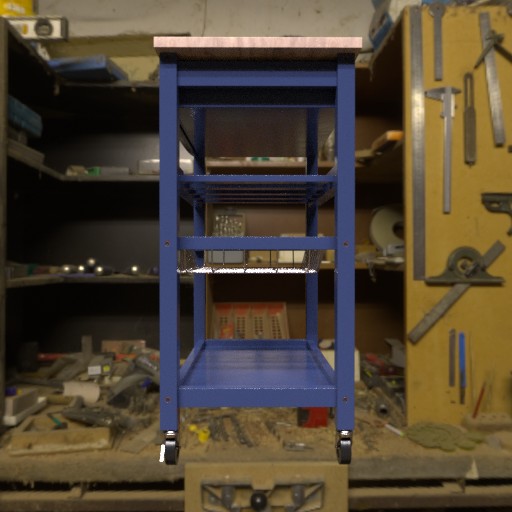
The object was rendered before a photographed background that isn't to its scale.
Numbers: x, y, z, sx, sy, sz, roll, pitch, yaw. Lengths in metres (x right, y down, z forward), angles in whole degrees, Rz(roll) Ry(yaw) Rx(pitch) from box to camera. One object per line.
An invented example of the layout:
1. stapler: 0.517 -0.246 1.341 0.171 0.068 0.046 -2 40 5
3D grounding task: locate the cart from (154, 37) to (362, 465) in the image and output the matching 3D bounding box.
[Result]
1. cart: 0.000 0.000 1.139 0.403 0.839 0.584 0 0 0
